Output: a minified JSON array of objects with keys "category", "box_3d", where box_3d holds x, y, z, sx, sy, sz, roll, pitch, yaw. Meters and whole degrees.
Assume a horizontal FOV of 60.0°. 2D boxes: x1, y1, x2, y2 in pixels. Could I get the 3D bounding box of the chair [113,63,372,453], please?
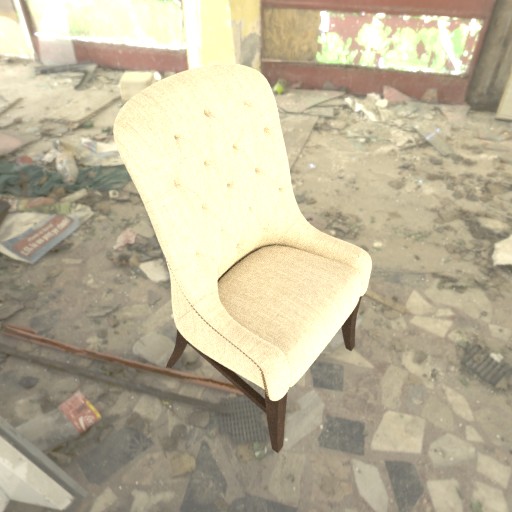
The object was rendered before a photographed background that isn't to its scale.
[{"category":"chair","box_3d":[0.000,0.000,1.500,0.629,1.091,0.634,26,47,27]}]
